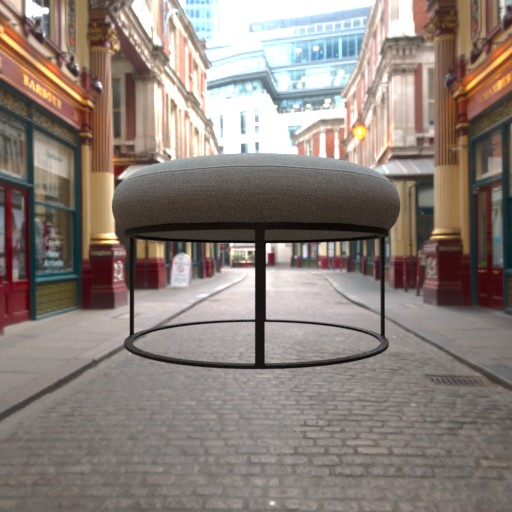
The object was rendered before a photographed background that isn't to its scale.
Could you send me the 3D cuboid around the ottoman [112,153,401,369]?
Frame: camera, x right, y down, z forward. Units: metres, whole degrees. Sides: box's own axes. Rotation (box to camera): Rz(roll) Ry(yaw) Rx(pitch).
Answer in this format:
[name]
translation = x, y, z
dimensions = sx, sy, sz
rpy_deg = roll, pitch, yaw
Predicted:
[ottoman]
translation = 0.000, 0.000, 1.237
dimensions = 0.769, 0.459, 0.769
rpy_deg = 0, -1, 0
